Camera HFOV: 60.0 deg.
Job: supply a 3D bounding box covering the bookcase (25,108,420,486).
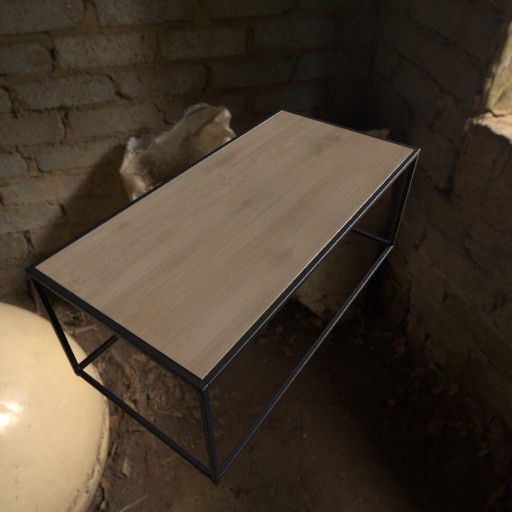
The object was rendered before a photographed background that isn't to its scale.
[{"bbox_3d":[0.000,0.000,1.270,0.500,0.400,1.000,26,48,26],"label":"bookcase"}]
